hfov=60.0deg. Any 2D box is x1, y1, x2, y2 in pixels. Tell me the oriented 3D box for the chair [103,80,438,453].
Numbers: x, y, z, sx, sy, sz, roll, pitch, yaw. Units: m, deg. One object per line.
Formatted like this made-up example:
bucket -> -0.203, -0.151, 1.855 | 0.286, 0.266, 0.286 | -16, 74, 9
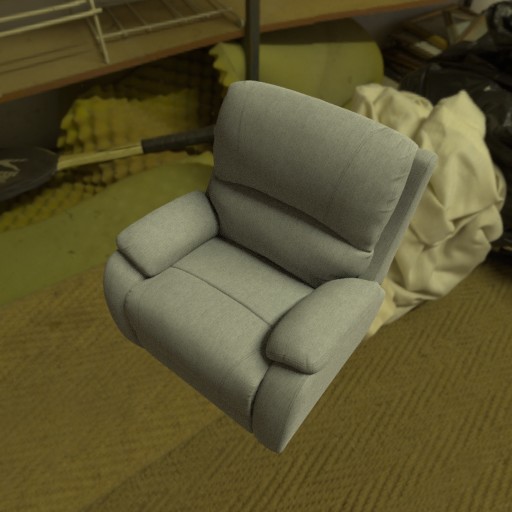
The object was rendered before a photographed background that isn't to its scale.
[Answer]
chair -> 0.000, 0.000, 1.705 | 0.930, 1.011, 0.899 | 30, 54, 24
